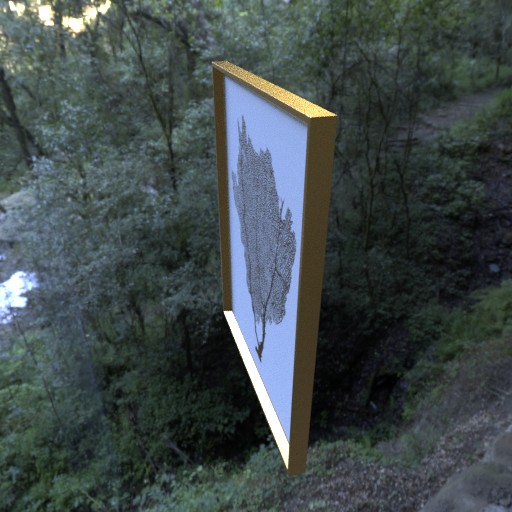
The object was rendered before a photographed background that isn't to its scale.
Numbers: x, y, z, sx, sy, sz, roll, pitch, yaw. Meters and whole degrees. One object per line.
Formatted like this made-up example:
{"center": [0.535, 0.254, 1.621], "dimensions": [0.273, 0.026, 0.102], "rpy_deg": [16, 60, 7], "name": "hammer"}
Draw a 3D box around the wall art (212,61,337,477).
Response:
{"center": [0.000, 0.000, 1.024], "dimensions": [0.038, 0.762, 0.610], "rpy_deg": [-9, 31, -15], "name": "wall art"}
